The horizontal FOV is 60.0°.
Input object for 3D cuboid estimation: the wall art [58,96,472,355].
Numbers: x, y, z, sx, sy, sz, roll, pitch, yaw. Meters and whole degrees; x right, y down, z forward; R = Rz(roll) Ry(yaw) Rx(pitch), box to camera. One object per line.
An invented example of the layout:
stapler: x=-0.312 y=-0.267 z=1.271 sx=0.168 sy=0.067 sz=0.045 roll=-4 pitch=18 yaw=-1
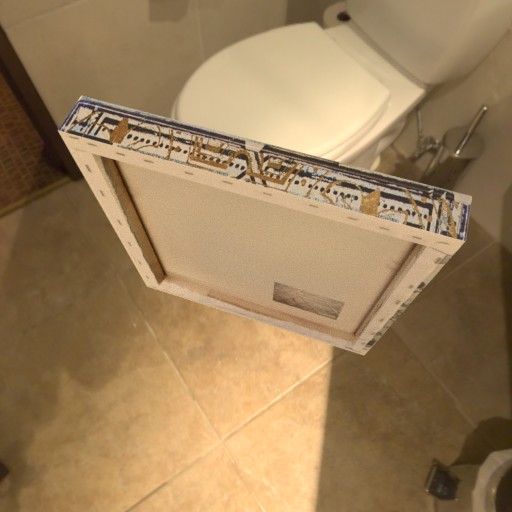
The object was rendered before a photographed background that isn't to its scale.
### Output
wall art: x=0.000 y=0.000 z=0.456 sx=0.302 sy=0.306 sz=0.038 roll=17 pitch=65 yaw=8
